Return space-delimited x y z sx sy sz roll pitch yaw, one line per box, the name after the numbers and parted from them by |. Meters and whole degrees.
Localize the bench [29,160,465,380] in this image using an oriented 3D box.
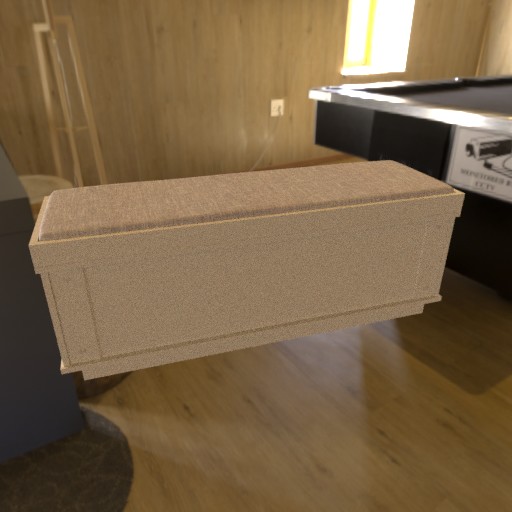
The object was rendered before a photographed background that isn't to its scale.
0.000 0.000 1.413 1.196 0.453 0.363 -8 28 -16 | bench
